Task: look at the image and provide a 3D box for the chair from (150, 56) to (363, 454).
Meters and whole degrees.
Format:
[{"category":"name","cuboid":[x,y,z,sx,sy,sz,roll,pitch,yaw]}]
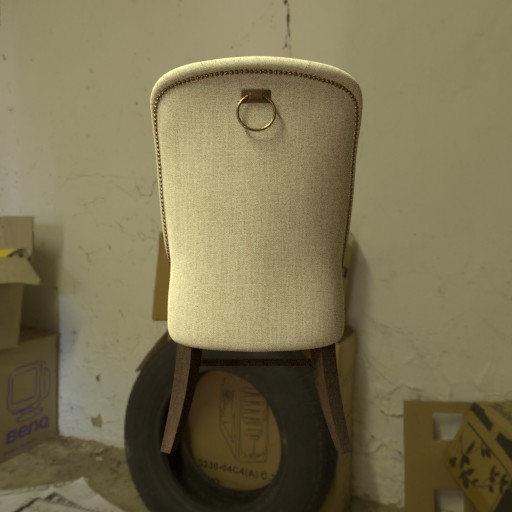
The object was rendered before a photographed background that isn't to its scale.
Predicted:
[{"category":"chair","cuboid":[0.000,0.000,1.491,0.634,1.091,0.629,0,2,0]}]
